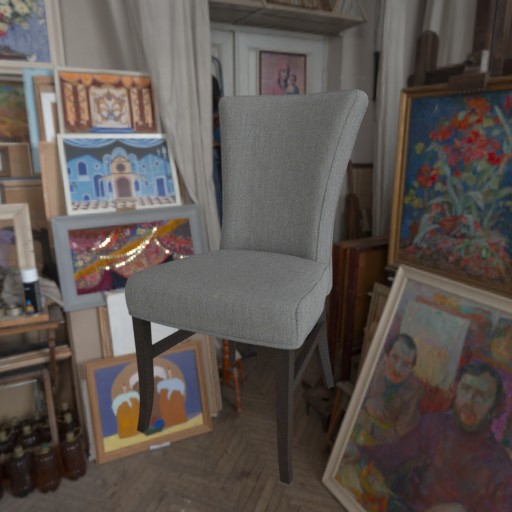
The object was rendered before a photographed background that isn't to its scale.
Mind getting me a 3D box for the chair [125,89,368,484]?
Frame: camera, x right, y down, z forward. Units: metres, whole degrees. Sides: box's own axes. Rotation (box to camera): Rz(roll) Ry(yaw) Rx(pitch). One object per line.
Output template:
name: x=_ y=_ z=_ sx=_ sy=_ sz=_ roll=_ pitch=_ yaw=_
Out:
chair: x=0.000 y=0.000 z=1.363 sx=0.520 sy=0.991 sz=0.660 roll=7 pitch=16 yaw=25
